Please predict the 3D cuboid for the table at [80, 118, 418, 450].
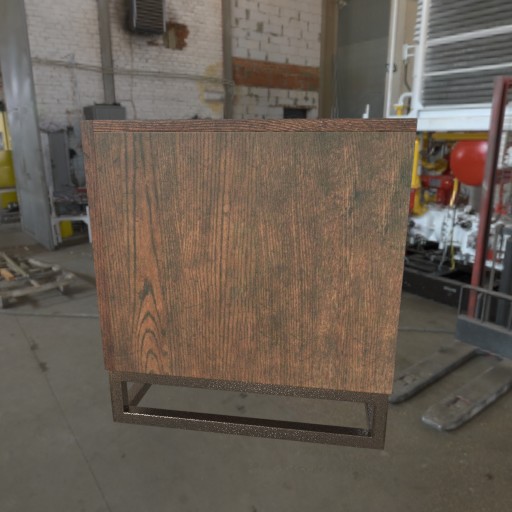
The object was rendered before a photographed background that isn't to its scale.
[{"bbox_3d":[0.000,0.000,1.014,0.566,0.582,0.506,2,15,9],"label":"table"}]
